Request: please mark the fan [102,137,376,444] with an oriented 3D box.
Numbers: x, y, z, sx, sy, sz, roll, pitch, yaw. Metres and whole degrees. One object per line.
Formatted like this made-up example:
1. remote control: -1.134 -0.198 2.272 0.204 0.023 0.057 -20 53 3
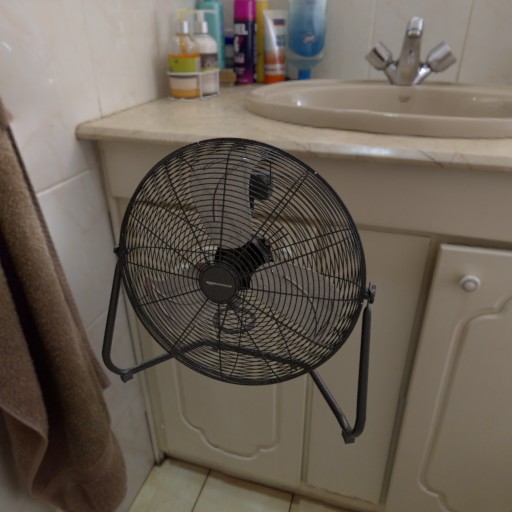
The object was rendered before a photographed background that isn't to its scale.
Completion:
1. fan: 0.000 0.000 0.953 0.555 0.546 0.424 9 30 17
